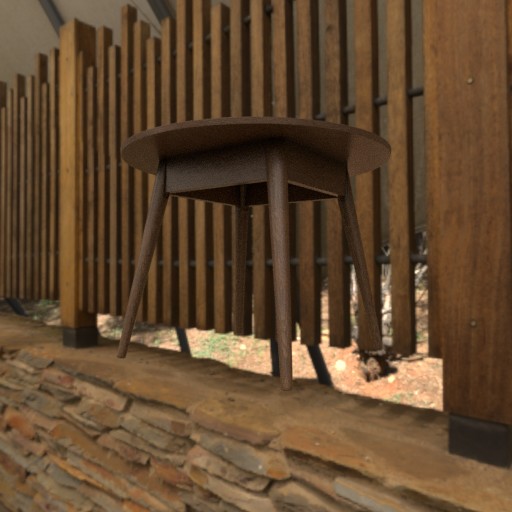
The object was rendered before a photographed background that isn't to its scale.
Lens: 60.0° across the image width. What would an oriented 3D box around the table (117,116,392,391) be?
[{"bbox_3d":[0.000,0.000,1.793,1.053,0.786,1.053,0,-1,0],"label":"table"}]
